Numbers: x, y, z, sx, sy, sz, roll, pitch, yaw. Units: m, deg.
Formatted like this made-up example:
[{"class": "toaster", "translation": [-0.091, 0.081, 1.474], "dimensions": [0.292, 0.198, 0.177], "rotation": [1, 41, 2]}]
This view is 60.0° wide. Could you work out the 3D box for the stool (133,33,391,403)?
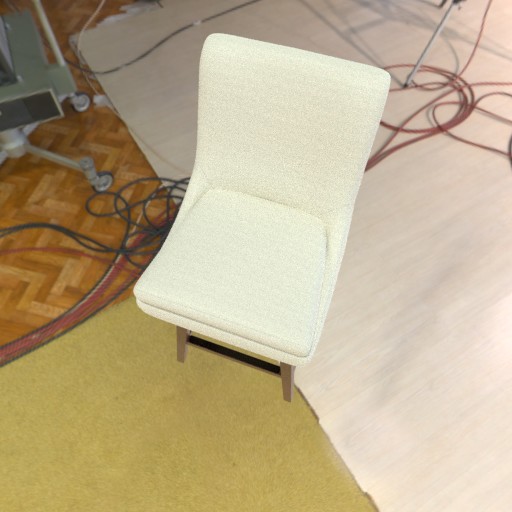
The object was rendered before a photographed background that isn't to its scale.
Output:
[{"class": "stool", "translation": [0.000, 0.000, 1.288], "dimensions": [0.483, 0.991, 0.559], "rotation": [17, 60, 10]}]
